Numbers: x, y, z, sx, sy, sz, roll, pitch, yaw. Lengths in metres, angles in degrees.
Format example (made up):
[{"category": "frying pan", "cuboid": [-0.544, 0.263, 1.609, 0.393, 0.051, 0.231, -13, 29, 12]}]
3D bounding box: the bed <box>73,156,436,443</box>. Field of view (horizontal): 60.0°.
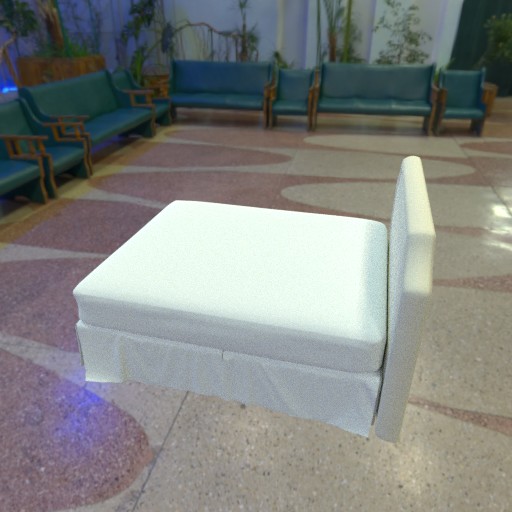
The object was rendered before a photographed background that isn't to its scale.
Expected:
[{"category": "bed", "cuboid": [0.000, 0.000, 3.295, 2.209, 1.296, 1.827, 7, 30, 13]}]
